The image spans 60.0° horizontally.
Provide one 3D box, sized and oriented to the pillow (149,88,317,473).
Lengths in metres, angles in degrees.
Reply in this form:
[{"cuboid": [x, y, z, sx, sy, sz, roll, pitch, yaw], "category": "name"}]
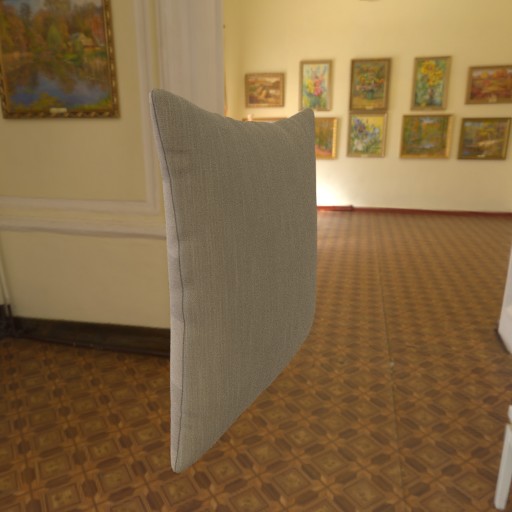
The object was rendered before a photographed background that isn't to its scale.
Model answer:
[{"cuboid": [0.000, 0.000, 0.770, 0.161, 0.509, 0.511, 8, 17, 25], "category": "pillow"}]
